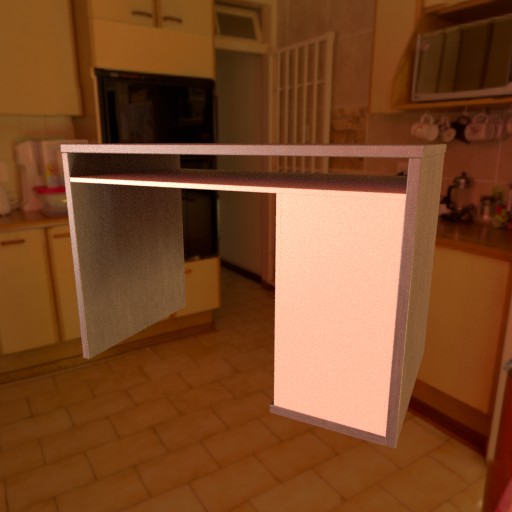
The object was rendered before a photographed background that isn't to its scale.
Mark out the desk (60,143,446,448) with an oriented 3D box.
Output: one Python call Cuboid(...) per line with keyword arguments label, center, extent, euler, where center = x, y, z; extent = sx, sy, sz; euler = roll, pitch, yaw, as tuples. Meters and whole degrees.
Cuboid(label="desk", center=(0.000, 0.000, 1.529), extent=(1.100, 0.750, 0.600), euler=(7, 16, 26))
